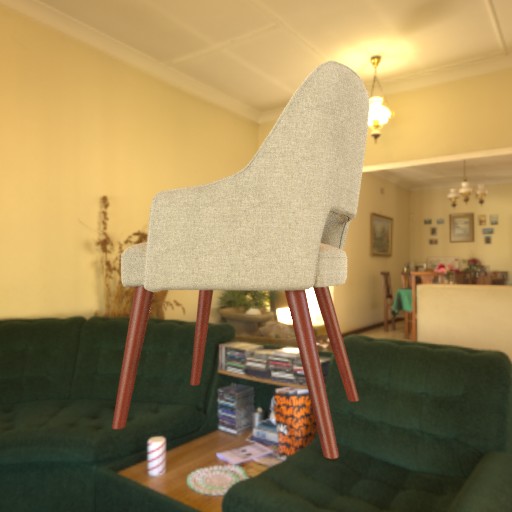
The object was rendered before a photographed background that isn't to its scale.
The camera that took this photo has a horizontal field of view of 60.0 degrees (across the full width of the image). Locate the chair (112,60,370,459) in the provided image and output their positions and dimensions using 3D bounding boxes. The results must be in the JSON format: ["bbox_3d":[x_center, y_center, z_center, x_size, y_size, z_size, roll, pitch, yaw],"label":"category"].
[{"bbox_3d":[0.000,0.000,1.206,0.605,0.849,0.548,0,-1,19],"label":"chair"}]
